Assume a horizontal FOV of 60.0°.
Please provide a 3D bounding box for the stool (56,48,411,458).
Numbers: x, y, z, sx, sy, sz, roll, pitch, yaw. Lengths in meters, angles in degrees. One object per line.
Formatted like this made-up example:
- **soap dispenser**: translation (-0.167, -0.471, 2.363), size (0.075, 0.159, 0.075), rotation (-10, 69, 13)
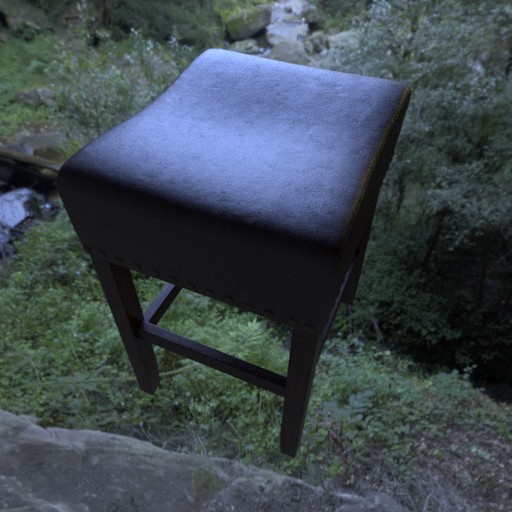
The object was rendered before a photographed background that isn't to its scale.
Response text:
- **stool**: translation (0.000, 0.000, 0.885), size (0.397, 0.608, 0.465), rotation (18, 49, 16)
